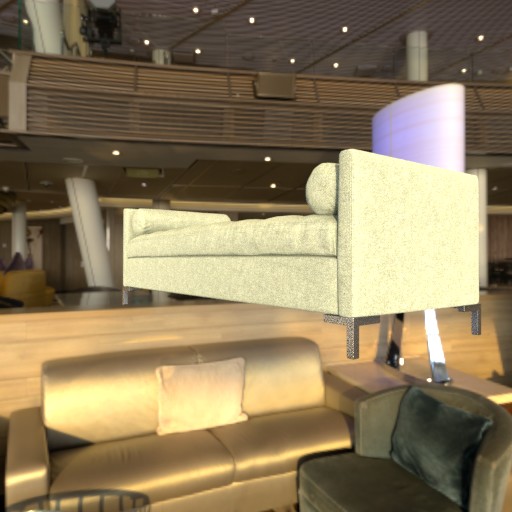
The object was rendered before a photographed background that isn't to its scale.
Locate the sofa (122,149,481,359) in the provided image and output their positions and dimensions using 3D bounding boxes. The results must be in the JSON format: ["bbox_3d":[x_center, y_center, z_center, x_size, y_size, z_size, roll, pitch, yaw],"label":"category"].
[{"bbox_3d":[0.000,0.000,2.434,0.797,0.657,2.102,0,-1,-36],"label":"sofa"}]
